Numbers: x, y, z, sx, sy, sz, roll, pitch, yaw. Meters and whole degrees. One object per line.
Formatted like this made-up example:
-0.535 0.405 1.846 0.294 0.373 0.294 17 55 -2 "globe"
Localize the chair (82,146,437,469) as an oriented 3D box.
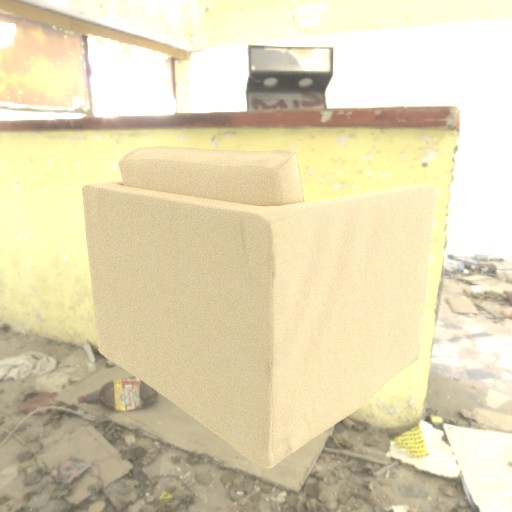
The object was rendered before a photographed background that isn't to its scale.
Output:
0.000 0.000 1.765 0.947 0.851 1.057 -15 21 -43 "chair"
